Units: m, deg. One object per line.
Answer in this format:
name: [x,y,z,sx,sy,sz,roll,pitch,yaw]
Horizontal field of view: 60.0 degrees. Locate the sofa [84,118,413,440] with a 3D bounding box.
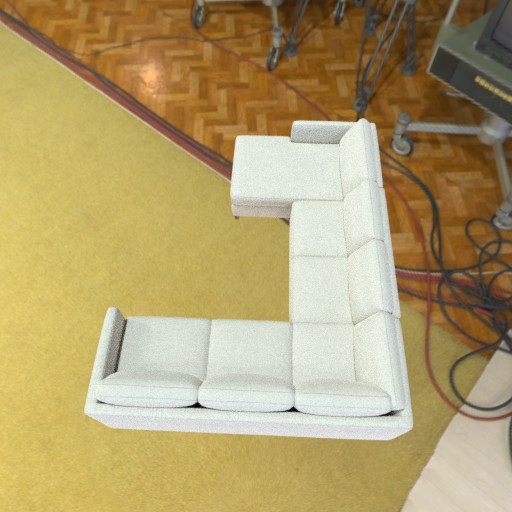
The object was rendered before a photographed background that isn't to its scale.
sofa: [0.000,0.000,4.375,2.551,0.853,3.238,2,60,1]
